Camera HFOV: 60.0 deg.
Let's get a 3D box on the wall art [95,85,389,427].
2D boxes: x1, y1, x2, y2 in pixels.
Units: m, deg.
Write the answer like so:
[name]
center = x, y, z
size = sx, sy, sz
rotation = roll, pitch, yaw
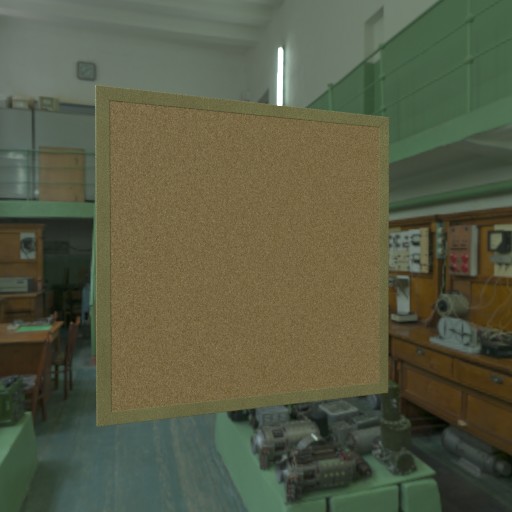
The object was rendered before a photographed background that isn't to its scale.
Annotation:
[wall art]
center = 0.000, 0.000, 1.125
size = 0.763, 0.763, 0.037
rotation = 0, 1, -18
